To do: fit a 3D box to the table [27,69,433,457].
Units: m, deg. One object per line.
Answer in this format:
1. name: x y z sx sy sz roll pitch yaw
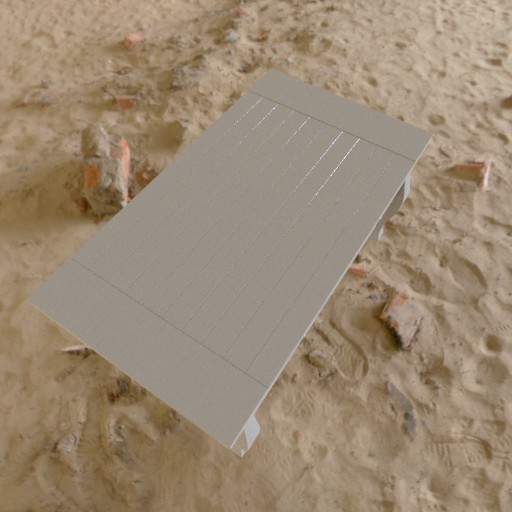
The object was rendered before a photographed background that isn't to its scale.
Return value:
1. table: 0.000 0.000 1.395 0.600 0.495 1.062 29 62 18
